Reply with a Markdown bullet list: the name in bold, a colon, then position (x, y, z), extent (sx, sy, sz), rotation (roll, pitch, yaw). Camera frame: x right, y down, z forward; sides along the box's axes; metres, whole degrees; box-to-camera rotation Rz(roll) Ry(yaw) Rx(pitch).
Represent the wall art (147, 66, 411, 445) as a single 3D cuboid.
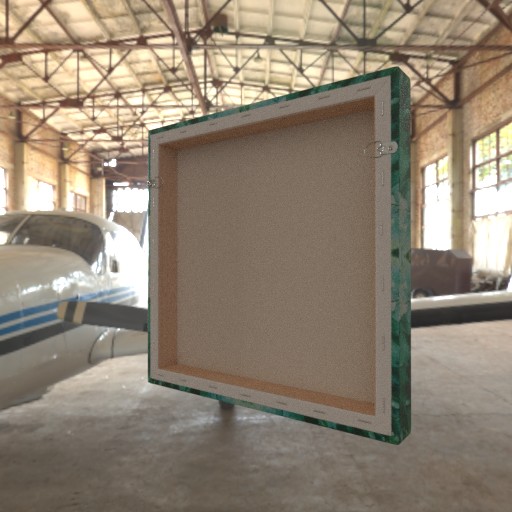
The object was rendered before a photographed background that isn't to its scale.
- **wall art**: position (0.000, 0.000, 0.468), extent (0.313, 0.313, 0.033), rotation (0, 0, 36)
